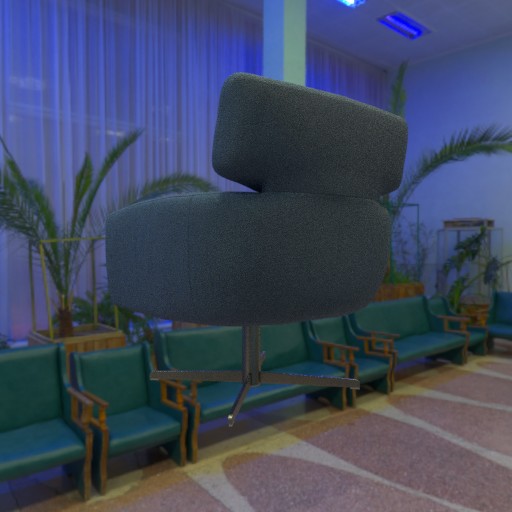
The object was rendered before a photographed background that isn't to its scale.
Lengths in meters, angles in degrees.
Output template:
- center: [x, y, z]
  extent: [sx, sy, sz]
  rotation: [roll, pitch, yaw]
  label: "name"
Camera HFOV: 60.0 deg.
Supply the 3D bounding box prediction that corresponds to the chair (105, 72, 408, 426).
- center: [0.000, 0.000, 1.377]
  extent: [0.738, 0.813, 0.761]
  rotation: [-1, 2, -37]
  label: "chair"
